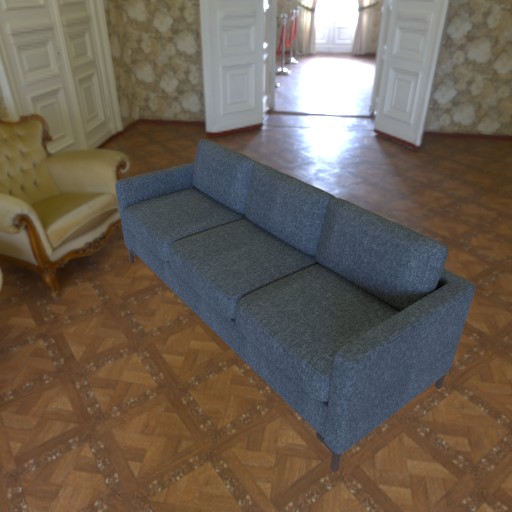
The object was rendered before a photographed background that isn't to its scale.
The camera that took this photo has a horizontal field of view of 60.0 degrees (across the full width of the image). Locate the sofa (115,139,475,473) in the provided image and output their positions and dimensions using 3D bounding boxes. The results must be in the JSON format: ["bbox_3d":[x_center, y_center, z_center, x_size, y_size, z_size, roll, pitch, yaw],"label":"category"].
[{"bbox_3d":[0.000,0.000,2.656,0.859,0.874,2.218,-21,37,-31],"label":"sofa"}]
